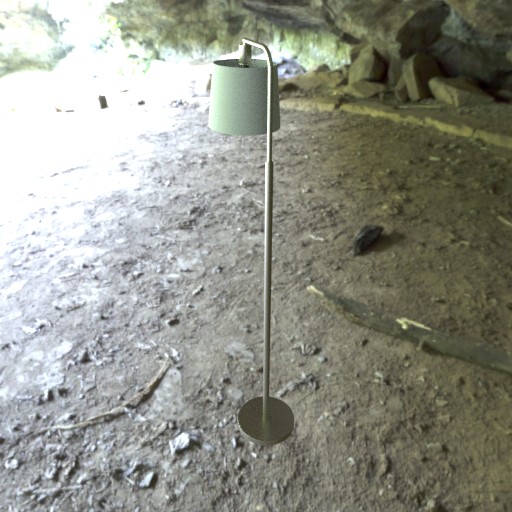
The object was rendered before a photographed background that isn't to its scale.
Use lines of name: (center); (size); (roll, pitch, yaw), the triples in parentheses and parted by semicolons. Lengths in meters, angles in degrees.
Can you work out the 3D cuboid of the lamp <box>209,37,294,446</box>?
lamp: (0.000, 0.000, 1.677); (0.254, 1.478, 0.508); (-9, 29, -17)
